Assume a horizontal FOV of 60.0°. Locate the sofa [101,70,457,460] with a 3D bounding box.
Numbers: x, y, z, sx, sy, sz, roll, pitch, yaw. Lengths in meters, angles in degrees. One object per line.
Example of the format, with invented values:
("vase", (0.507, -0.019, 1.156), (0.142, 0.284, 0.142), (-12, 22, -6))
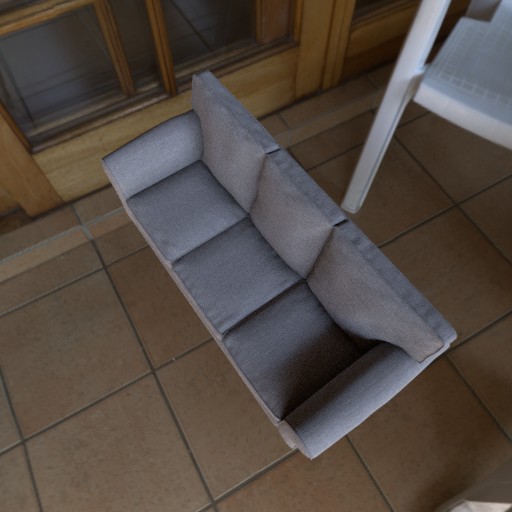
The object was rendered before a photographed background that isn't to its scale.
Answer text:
("sofa", (0.000, 0.000, 2.591), (0.916, 0.961, 2.084), (-33, 68, -15))
